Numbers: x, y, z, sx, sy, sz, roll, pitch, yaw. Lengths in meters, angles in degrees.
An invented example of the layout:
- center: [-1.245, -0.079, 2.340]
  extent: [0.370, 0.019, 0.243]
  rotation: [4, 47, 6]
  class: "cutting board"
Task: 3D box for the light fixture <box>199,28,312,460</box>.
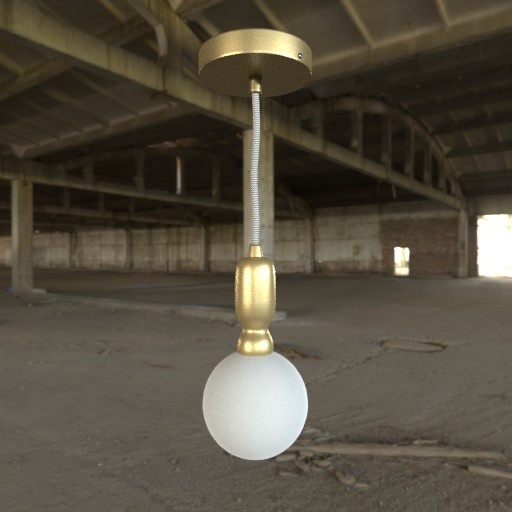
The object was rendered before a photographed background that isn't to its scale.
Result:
- center: [0.000, 0.000, 0.568]
  extent: [0.147, 0.510, 0.146]
  rotation: [0, 0, 36]
  class: "light fixture"
